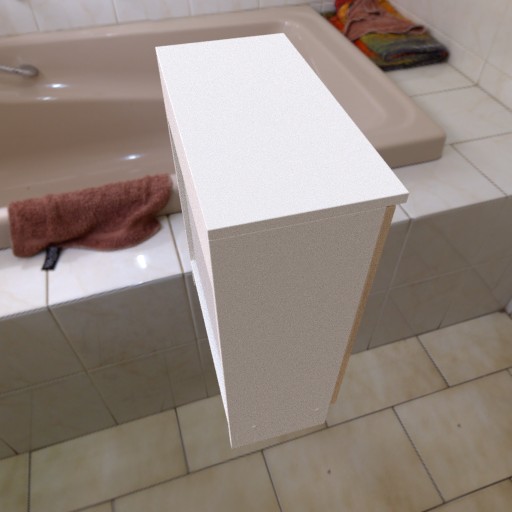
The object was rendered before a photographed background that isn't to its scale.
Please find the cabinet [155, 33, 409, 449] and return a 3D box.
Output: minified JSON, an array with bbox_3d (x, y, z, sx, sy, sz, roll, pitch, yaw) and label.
[{"bbox_3d":[0.000,0.000,1.106,0.296,0.815,0.600,-11,49,-10],"label":"cabinet"}]
